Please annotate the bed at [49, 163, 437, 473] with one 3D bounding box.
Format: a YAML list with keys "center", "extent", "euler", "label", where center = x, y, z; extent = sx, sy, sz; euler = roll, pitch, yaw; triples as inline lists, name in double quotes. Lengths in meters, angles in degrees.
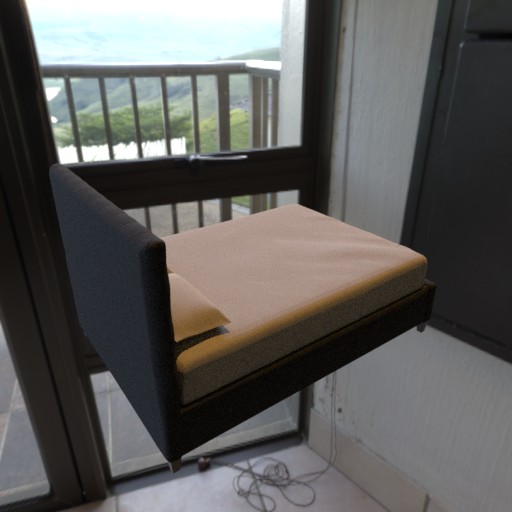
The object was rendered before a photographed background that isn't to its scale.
- center: [0.000, 0.000, 3.398]
  extent: [2.387, 1.427, 1.698]
  euler: [-18, 31, -32]
  label: "bed"
